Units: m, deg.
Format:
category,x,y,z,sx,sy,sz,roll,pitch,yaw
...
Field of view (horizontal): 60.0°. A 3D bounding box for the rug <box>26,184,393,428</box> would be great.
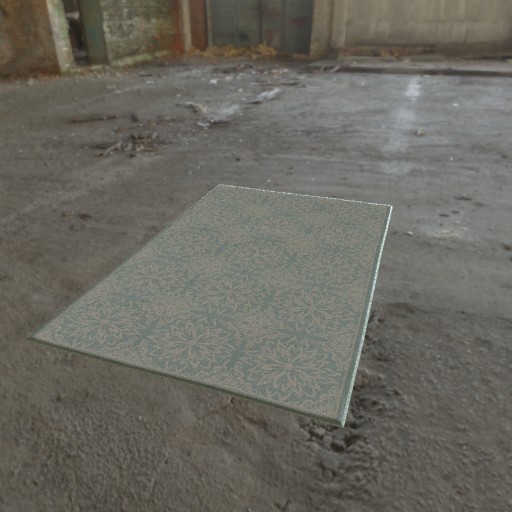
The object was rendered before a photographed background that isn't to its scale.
category,x,y,z,sx,sy,sz,roll,pitch,yaw
rug,0.000,0.000,2.274,1.219,0.012,1.840,10,30,17
